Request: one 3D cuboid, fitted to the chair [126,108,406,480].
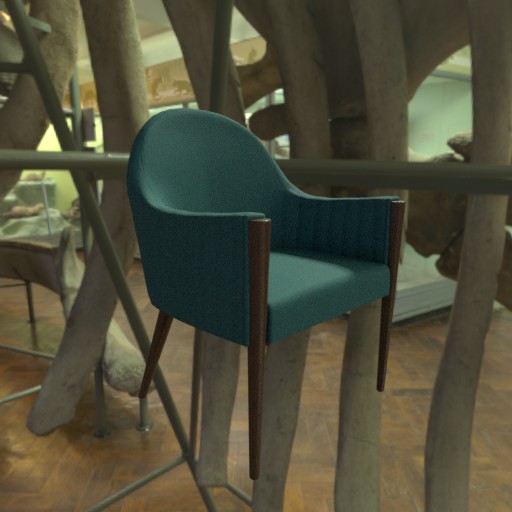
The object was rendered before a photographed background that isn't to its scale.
[{"bbox_3d":[0.000,0.000,1.357,0.656,0.907,0.652,-12,17,-43],"label":"chair"}]
